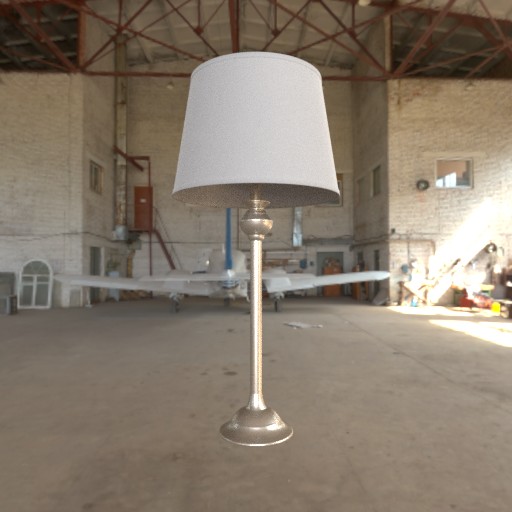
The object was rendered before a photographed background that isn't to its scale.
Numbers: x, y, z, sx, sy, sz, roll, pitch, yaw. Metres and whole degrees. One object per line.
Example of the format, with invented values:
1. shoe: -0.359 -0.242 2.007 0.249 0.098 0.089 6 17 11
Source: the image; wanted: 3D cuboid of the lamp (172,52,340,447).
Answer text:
1. lamp: 0.000 0.000 0.886 0.331 0.698 0.331 0 -1 0
